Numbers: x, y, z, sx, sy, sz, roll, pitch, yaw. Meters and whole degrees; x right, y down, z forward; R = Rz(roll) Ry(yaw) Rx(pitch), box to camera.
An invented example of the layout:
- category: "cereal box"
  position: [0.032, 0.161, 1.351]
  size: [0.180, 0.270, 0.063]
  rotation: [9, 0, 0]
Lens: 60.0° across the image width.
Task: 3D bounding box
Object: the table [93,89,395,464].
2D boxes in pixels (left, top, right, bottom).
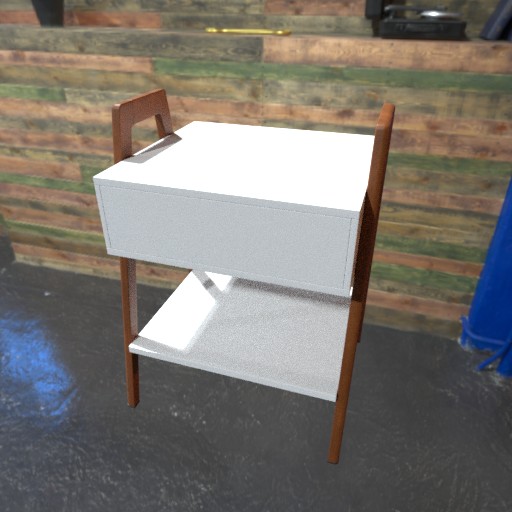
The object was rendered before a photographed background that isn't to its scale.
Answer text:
- category: "table"
  position: [0.000, 0.000, 0.910]
  size: [0.457, 0.610, 0.405]
  rotation: [9, 32, 15]
